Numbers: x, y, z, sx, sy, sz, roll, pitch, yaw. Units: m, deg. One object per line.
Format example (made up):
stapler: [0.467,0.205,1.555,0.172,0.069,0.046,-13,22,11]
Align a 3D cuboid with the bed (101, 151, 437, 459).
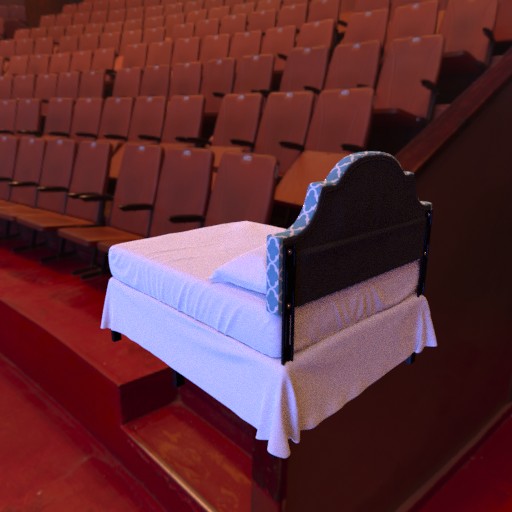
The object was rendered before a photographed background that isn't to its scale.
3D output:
bed: [0.000,0.000,3.420,1.780,1.633,2.222,-14,21,-41]
